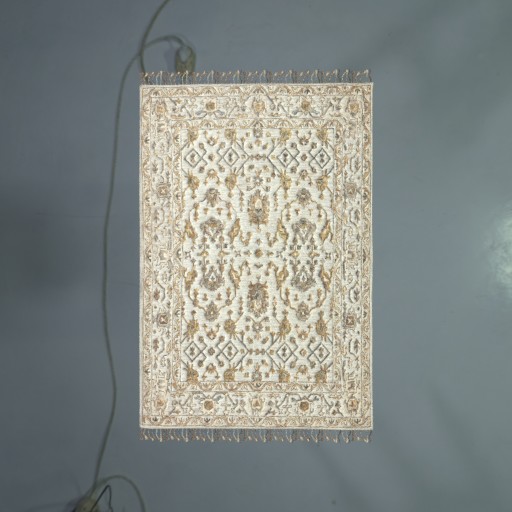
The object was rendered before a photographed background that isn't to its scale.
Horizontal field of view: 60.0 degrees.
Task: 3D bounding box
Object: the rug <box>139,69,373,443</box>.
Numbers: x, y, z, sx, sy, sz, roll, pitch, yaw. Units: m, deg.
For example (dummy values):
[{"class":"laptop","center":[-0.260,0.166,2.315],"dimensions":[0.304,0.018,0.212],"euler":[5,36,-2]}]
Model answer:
[{"class":"rug","center":[0.000,0.000,2.889],"dimensions":[1.529,0.027,2.434],"euler":[0,90,1]}]
